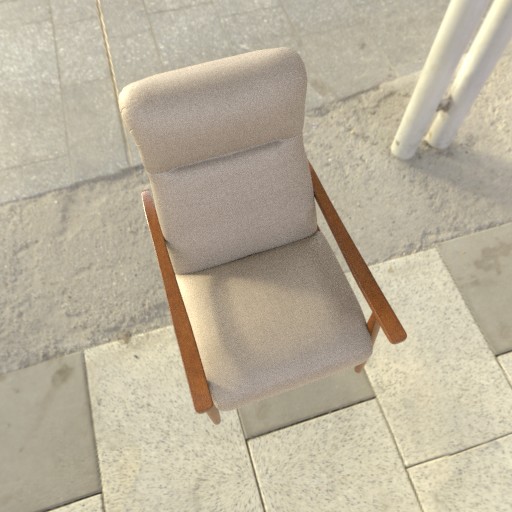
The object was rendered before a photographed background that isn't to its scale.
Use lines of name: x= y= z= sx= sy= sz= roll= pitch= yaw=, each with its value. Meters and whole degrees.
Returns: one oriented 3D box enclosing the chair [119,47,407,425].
chair: x=0.000 y=0.000 z=1.770 sx=0.762 sy=1.082 sz=1.032 roll=-17 pitch=65 yaw=-8
